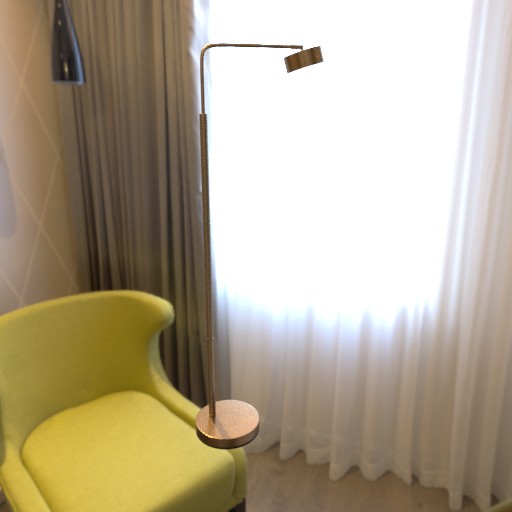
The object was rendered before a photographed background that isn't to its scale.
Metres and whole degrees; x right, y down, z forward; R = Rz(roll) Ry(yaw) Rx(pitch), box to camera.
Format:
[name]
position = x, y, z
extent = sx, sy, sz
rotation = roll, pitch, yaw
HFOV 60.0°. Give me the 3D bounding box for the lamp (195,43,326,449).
[lamp]
position = 0.000, 0.000, 1.388
extent = 0.418, 1.230, 0.219
rotation = -2, 16, -9
